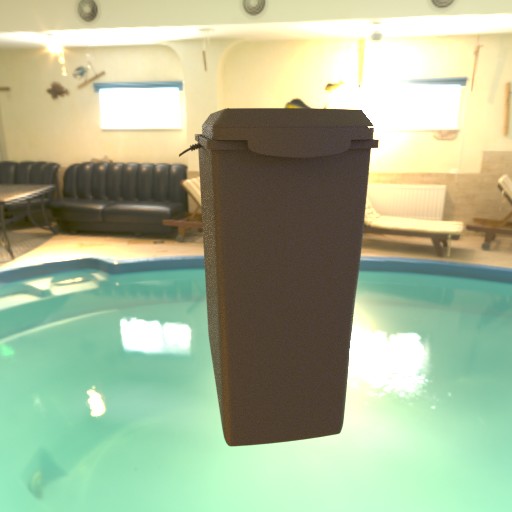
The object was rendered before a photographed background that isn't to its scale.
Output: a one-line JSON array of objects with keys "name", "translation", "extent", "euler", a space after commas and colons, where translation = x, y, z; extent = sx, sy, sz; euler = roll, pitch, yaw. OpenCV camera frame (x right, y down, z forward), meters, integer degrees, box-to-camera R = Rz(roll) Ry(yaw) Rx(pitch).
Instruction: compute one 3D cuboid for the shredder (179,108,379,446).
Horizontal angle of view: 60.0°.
[{"name": "shredder", "translation": [0.000, 0.000, 0.530], "extent": [0.170, 0.335, 0.320], "euler": [-3, 17, -9]}]
